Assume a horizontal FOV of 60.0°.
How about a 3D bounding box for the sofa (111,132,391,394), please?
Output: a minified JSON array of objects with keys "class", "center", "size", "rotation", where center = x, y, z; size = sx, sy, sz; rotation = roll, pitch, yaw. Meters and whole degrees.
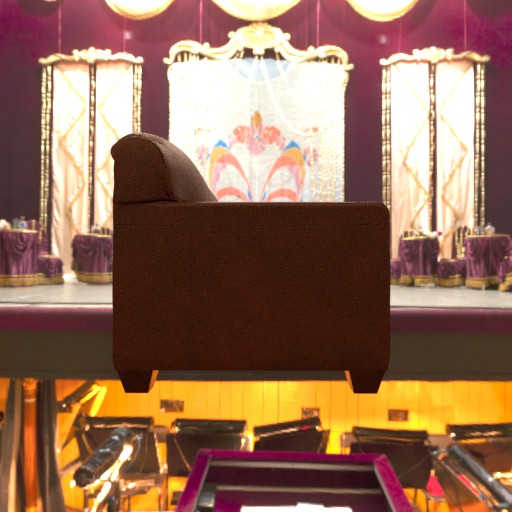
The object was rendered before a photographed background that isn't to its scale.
[{"class":"sofa","center":[0.000,0.000,2.417],"size":[1.000,0.966,1.856],"rotation":[0,-1,1]}]
